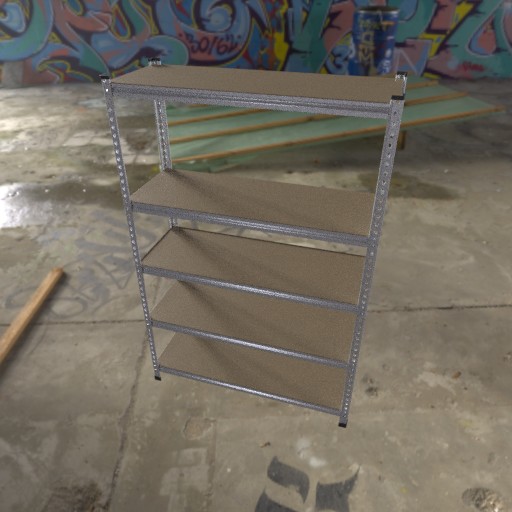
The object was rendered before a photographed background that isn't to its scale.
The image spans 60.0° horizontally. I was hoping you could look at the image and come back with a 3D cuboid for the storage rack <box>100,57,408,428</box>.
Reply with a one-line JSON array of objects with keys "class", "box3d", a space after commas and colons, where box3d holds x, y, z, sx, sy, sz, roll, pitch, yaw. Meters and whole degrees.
[{"class": "storage rack", "box3d": [0.000, 0.000, 2.361, 1.219, 1.829, 0.457, 10, 34, 14]}]
